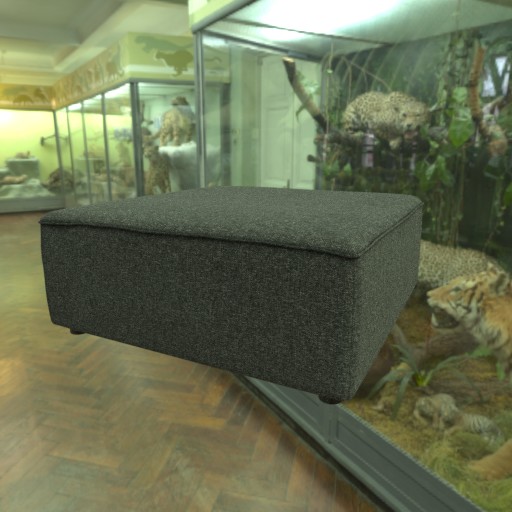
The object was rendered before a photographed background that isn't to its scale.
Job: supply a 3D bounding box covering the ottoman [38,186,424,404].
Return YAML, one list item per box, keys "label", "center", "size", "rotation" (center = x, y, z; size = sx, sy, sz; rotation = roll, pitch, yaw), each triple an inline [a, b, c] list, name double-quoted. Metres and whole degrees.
- label: "ottoman"
  center: [0.000, 0.000, 1.599]
  size: [1.017, 0.423, 1.021]
  rotation: [7, 16, 27]
